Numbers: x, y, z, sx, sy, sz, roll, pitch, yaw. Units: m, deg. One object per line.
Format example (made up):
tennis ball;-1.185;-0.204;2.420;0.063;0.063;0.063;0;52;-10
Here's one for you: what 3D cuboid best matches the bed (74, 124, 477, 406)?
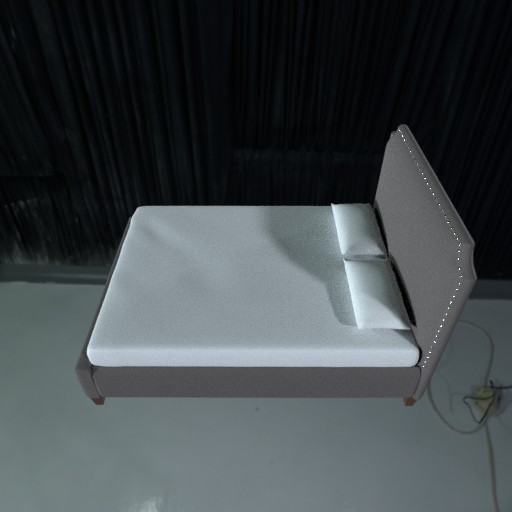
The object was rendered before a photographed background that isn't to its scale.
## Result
bed;0.000;0.000;3.328;2.372;1.443;1.713;0;41;0
